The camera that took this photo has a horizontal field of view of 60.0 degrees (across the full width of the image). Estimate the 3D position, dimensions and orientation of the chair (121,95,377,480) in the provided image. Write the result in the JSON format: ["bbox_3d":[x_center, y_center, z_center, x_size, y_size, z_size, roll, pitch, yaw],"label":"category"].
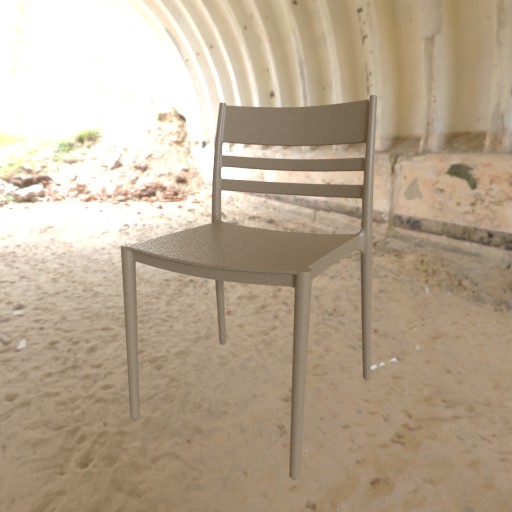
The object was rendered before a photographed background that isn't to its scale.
[{"bbox_3d":[0.000,0.000,1.147,0.531,0.800,0.511,8,16,27],"label":"chair"}]
